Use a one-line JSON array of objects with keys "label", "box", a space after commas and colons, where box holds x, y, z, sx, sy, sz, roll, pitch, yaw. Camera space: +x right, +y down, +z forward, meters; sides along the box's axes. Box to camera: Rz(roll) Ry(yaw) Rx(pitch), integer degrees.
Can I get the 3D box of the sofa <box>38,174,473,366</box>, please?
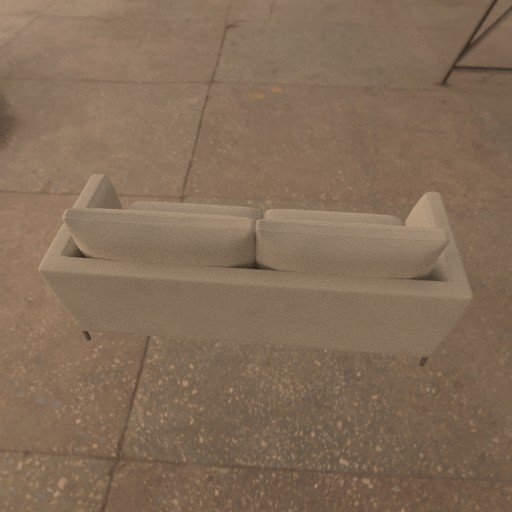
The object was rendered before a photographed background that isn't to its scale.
[{"label": "sofa", "box": [0.000, 0.000, 2.687, 2.214, 1.005, 0.868, 4, 46, 4]}]
